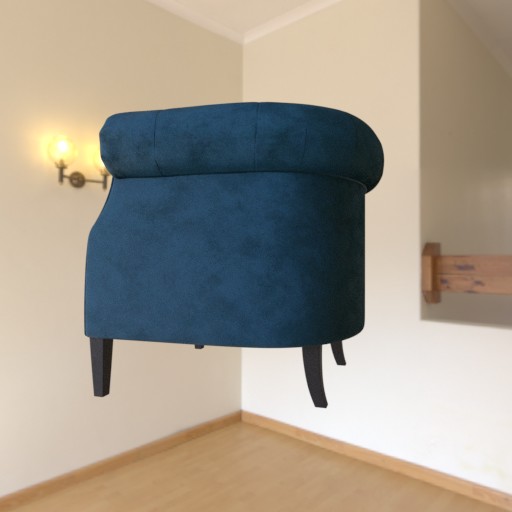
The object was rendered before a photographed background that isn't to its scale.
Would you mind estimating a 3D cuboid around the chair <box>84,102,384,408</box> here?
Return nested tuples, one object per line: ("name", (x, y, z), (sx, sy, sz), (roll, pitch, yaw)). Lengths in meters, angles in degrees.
("chair", (0.000, 0.000, 1.533), (0.851, 0.826, 0.904), (0, 0, 17))
